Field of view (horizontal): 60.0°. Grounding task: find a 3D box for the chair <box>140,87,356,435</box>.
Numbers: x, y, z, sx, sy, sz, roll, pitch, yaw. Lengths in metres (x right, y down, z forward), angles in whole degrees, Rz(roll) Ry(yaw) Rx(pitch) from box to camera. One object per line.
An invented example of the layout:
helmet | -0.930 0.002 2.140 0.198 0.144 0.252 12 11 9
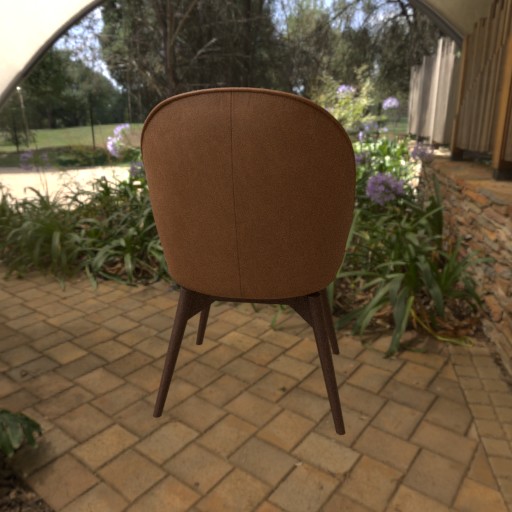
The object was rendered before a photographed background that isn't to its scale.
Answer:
chair | 0.000 0.000 1.241 0.521 0.831 0.631 2 16 8
